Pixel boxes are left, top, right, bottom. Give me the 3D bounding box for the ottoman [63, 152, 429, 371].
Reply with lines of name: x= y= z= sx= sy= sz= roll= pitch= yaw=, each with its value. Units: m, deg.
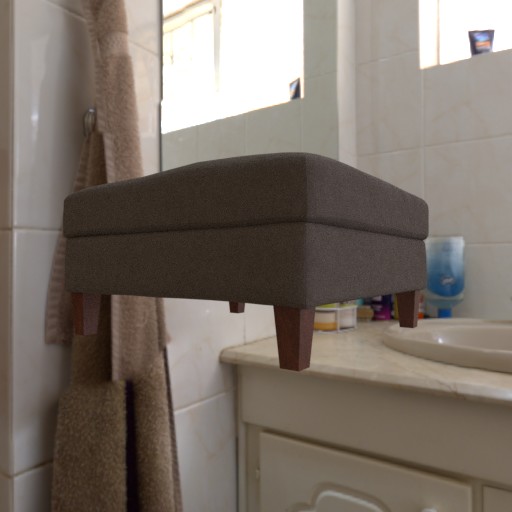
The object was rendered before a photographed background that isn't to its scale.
ottoman: x=0.000 y=0.000 z=1.443 sx=0.881 sy=0.482 sz=0.861 roll=-1 pitch=-1 yaw=36
